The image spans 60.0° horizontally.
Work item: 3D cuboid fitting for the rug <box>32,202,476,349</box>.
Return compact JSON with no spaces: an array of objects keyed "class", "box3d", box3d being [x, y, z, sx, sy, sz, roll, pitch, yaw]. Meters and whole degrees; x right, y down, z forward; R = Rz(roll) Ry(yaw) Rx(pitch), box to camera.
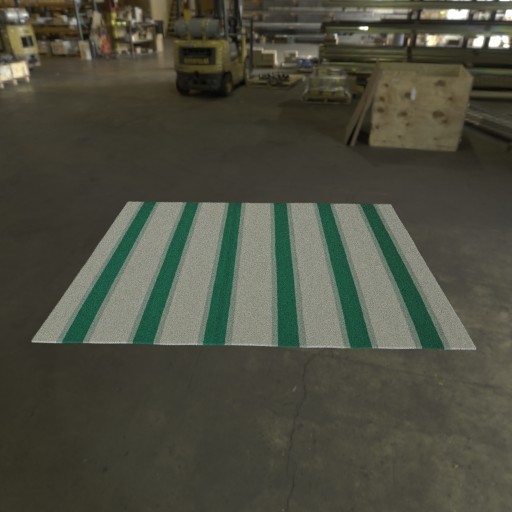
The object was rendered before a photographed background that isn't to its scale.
[{"class":"rug","box3d":[0.000,0.000,4.066,3.041,0.019,2.434,1,30,1]}]
